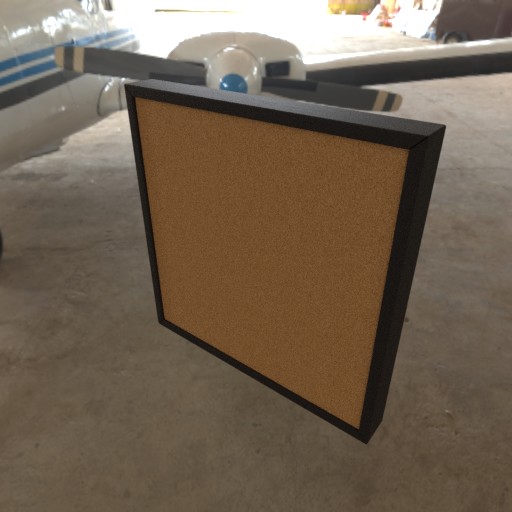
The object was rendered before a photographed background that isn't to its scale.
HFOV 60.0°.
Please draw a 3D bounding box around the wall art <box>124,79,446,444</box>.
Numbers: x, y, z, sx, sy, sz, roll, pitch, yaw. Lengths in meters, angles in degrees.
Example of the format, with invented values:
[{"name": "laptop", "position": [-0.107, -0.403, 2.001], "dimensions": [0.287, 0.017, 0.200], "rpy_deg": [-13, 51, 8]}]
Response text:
[{"name": "wall art", "position": [0.000, 0.000, 0.451], "dimensions": [0.305, 0.305, 0.037], "rpy_deg": [22, 37, 32]}]
